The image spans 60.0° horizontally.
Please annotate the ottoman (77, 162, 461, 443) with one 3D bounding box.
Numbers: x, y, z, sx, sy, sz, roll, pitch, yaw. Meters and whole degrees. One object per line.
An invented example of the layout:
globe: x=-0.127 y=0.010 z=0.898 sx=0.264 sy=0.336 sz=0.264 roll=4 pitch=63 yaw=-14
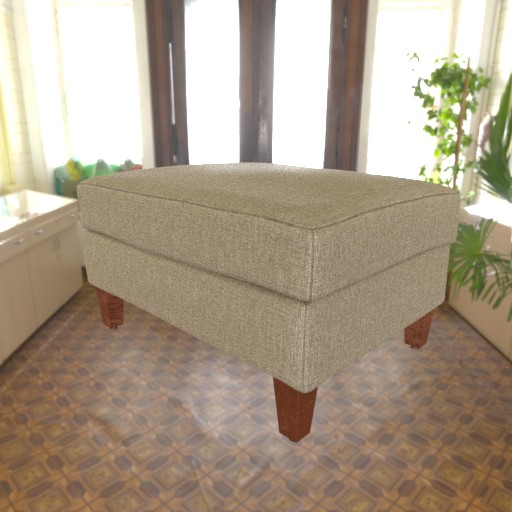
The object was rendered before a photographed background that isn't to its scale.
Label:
ottoman: x=0.000 y=0.000 z=1.233 sx=0.873 sy=0.494 sz=0.639 roll=15 pitch=22 yaw=42
